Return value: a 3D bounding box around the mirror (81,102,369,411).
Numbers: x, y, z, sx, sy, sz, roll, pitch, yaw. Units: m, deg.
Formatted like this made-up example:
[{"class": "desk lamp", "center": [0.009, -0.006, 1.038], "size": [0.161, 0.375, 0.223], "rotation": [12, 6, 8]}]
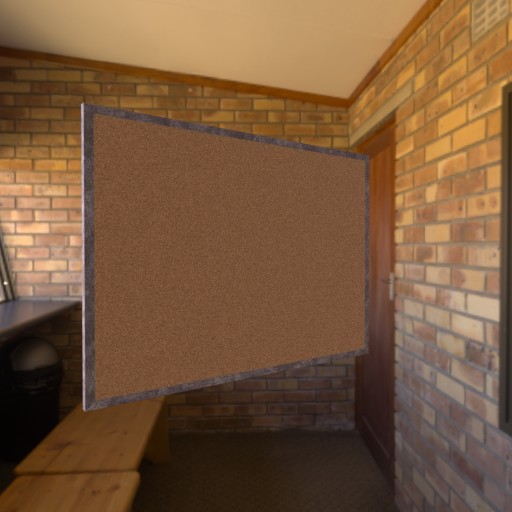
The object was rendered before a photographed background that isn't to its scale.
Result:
[{"class": "mirror", "center": [0.000, 0.000, 1.469], "size": [1.101, 0.795, 0.022], "rotation": [-1, 1, -36]}]
